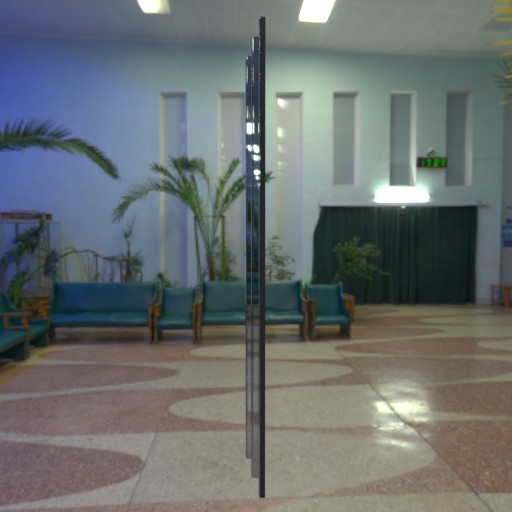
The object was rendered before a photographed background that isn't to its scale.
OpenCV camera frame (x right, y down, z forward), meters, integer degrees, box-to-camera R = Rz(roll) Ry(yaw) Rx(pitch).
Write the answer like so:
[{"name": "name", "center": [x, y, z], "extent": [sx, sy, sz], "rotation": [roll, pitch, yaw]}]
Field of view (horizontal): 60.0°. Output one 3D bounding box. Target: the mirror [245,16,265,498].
[{"name": "mirror", "center": [0.000, 0.000, 1.147], "extent": [0.039, 0.914, 0.613], "rotation": [0, 2, 0]}]
